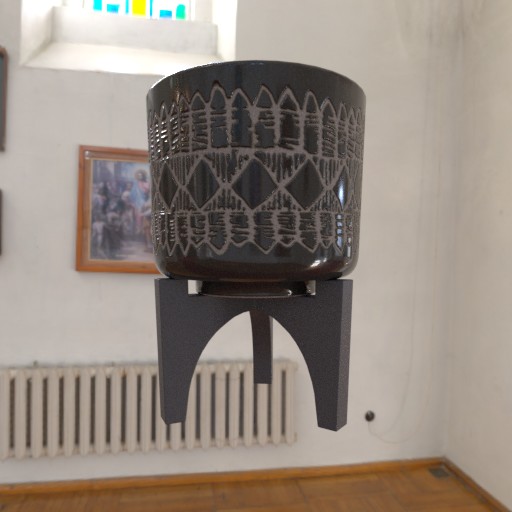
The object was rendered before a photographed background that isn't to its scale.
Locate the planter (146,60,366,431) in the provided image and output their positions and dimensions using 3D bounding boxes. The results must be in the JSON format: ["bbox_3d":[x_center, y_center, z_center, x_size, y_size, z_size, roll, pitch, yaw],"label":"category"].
[{"bbox_3d":[0.000,0.000,0.521,0.251,0.355,0.251,1,1,36],"label":"planter"}]
